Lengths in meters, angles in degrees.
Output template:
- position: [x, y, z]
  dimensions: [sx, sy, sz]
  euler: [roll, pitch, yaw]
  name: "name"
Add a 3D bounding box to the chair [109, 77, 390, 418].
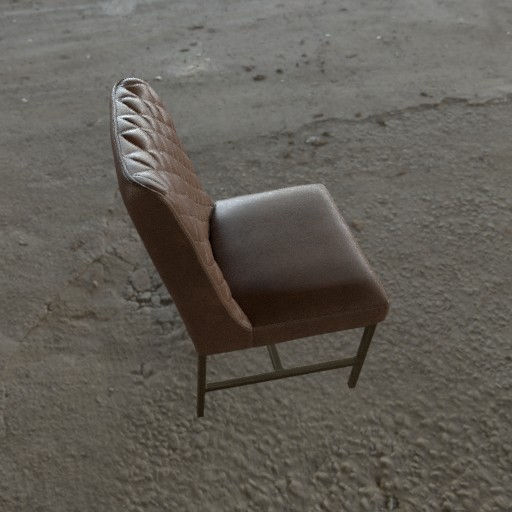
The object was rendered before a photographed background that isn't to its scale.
- position: [0.000, 0.000, 1.223]
  dimensions: [0.587, 0.889, 0.508]
  euler: [-10, 48, -10]
  name: "chair"
